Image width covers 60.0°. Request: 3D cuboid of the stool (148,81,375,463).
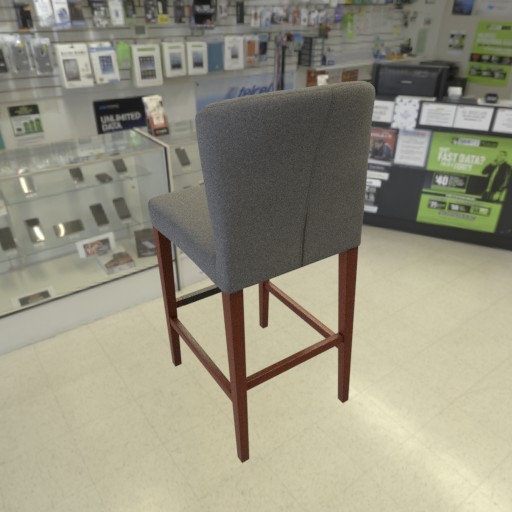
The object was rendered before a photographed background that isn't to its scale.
[{"bbox_3d":[0.000,0.000,1.366,0.481,1.069,0.568,-19,35,-29],"label":"stool"}]
